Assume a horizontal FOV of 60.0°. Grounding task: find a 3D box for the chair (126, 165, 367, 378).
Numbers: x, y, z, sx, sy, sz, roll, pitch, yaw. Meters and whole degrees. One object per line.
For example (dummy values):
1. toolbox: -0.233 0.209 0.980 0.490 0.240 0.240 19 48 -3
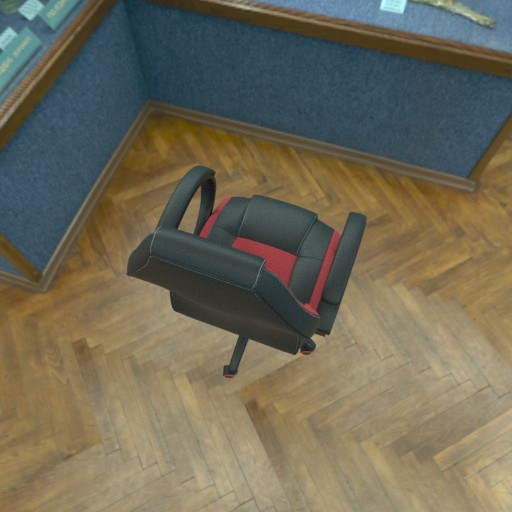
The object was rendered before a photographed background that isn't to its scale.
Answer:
1. chair: 0.000 0.000 1.619 0.673 1.187 0.724 18 64 9
